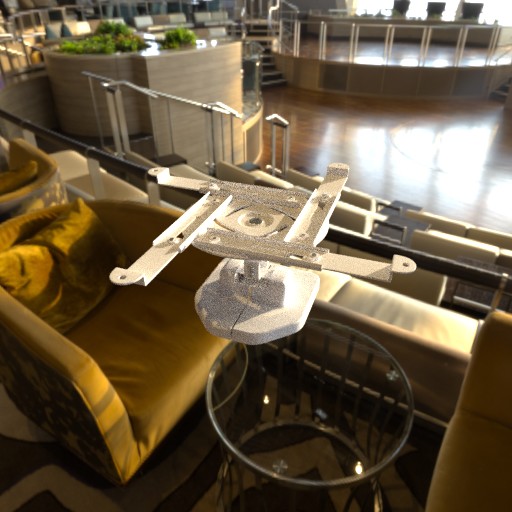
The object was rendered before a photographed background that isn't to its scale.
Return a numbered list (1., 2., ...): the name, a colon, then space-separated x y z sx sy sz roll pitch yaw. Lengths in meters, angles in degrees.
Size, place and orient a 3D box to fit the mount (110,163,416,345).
1. mount: 0.000 0.000 0.596 0.394 0.141 0.394 11 34 17
